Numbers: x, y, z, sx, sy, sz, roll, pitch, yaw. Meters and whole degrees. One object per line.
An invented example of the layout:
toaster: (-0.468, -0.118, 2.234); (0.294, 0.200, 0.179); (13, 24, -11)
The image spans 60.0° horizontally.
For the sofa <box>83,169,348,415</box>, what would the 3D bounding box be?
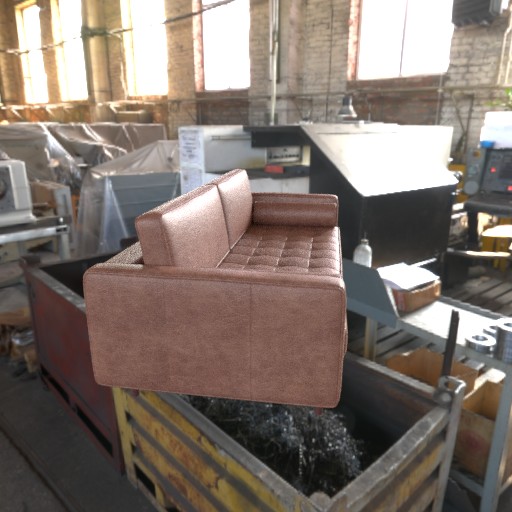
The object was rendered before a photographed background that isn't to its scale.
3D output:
sofa: (0.000, 0.000, 2.350); (0.910, 0.760, 1.870); (3, 17, 9)
